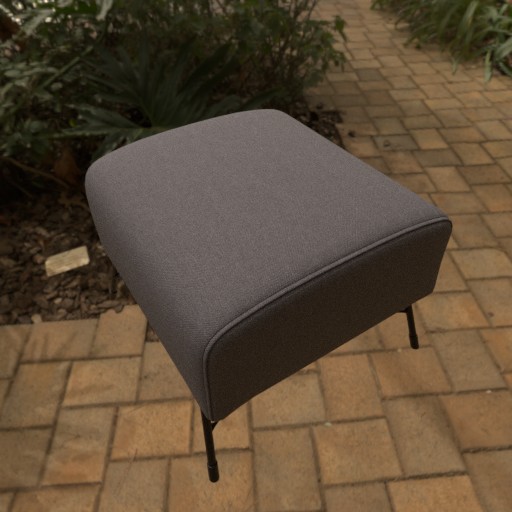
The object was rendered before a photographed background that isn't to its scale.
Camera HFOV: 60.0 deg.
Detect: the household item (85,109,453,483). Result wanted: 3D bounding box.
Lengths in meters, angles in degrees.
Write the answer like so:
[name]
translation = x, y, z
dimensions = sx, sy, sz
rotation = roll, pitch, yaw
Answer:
[household item]
translation = 0.000, 0.000, 0.904
dimensions = 0.530, 0.410, 0.530
rotation = -24, 47, -24
